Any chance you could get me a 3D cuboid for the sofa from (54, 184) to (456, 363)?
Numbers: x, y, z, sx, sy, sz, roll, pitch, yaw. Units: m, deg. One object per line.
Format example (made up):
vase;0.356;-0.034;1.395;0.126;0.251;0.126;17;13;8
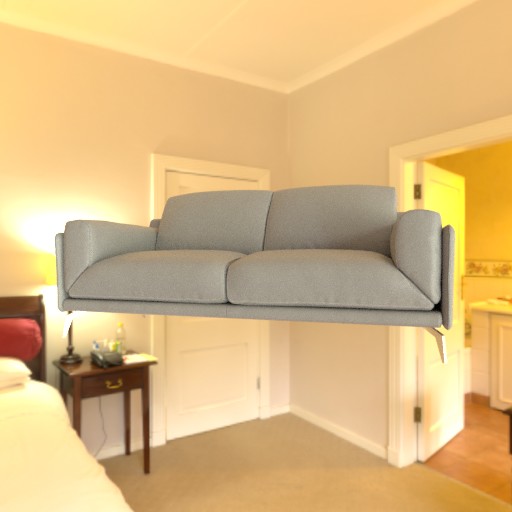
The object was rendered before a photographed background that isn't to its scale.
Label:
sofa;0.000;0.000;2.672;2.101;0.930;1.049;0;0;18
